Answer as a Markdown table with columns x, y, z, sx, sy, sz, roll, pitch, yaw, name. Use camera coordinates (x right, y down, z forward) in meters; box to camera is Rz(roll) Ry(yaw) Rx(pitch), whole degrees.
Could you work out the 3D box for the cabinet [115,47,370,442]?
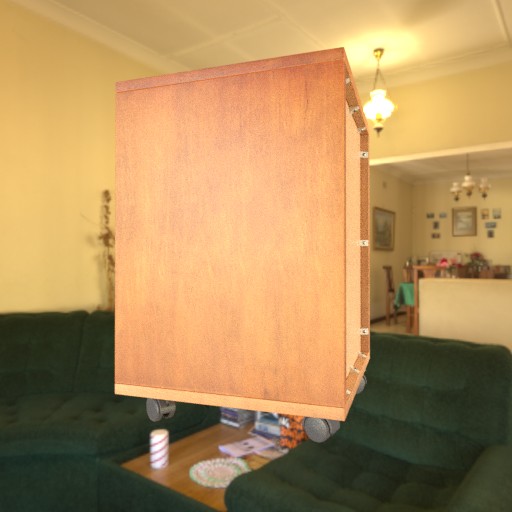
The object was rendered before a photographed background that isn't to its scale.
| x | y | z | sx | sy | sz | roll | pitch | yaw | name |
| --- | --- | --- | --- | --- | --- | --- | --- | --- | --- |
| 0.000 | 0.000 | 0.873 | 0.401 | 0.579 | 0.409 | 0 | 0 | 19 | cabinet |
